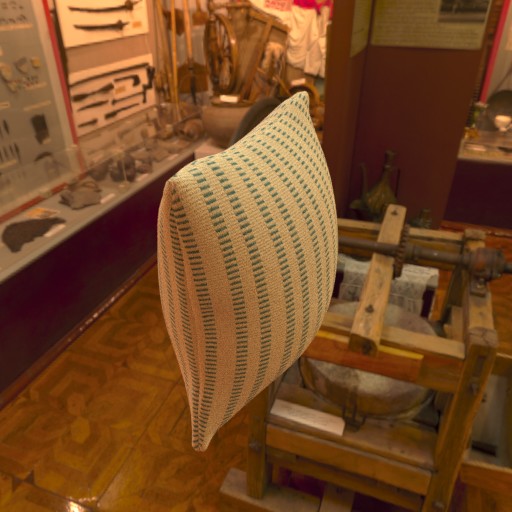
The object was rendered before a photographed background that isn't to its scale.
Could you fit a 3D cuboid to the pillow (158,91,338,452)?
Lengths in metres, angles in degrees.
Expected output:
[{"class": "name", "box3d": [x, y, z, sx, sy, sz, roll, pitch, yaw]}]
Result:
[{"class": "pillow", "box3d": [0.000, 0.000, 0.696, 0.247, 0.419, 0.438, 12, 34, 18]}]
